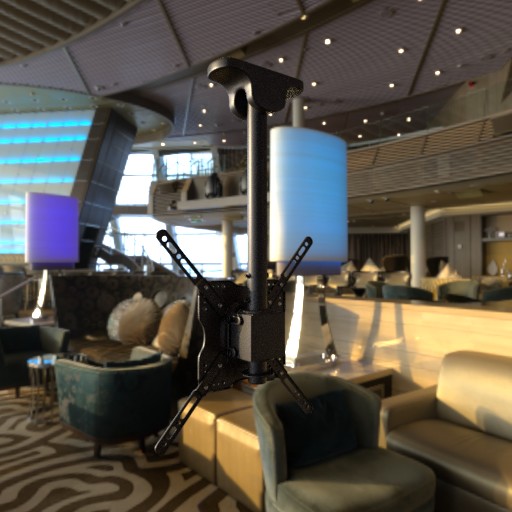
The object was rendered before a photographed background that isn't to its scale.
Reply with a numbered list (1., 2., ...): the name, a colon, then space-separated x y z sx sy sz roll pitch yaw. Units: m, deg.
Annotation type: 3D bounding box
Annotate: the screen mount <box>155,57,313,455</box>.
1. screen mount: 0.000 0.000 0.893 0.393 0.729 0.090 1 -1 -37
